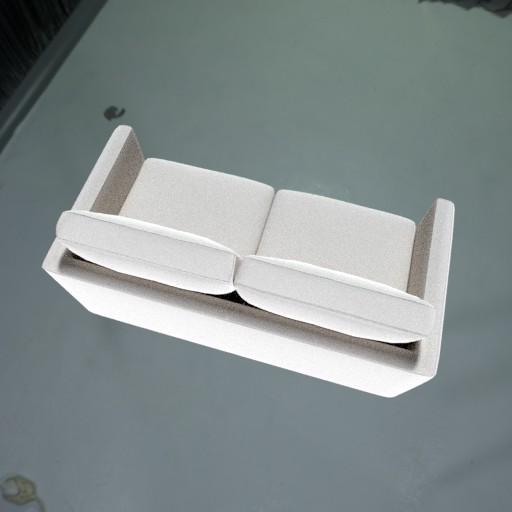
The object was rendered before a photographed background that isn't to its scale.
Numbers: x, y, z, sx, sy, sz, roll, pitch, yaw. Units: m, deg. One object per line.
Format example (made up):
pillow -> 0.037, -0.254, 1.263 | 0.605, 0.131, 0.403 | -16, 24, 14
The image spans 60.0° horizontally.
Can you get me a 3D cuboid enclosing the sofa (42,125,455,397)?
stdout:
sofa -> 0.000, 0.000, 2.214 | 1.722, 0.888, 0.873 | 15, 66, 7
